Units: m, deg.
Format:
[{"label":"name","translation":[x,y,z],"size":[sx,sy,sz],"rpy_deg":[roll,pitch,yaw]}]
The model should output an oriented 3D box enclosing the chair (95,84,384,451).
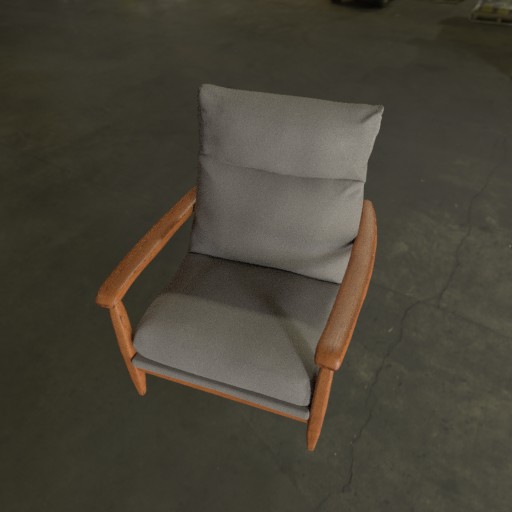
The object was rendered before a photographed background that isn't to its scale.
[{"label":"chair","translation":[0.000,0.000,1.532],"size":[0.782,0.922,0.816],"rpy_deg":[13,42,15]}]
